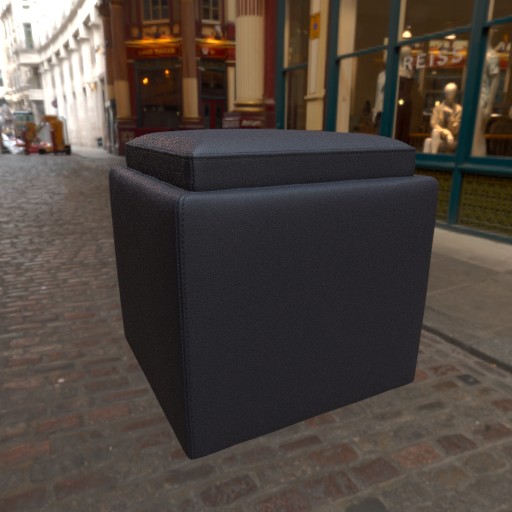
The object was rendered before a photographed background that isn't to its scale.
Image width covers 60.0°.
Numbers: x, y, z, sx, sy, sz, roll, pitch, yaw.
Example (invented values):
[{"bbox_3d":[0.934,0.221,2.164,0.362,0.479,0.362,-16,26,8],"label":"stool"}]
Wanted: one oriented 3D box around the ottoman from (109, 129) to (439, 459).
[{"bbox_3d":[0.000,0.000,0.836,0.450,0.460,0.451,-9,19,-26],"label":"ottoman"}]
